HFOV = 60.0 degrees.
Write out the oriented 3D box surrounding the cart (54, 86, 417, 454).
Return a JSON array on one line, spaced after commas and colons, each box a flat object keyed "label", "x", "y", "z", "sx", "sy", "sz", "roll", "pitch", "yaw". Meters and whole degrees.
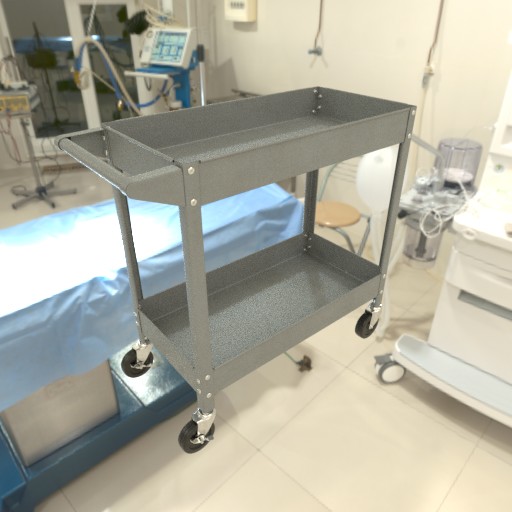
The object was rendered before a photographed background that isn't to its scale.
[{"label": "cart", "x": 0.000, "y": 0.000, "z": 1.170, "sx": 0.779, "sy": 0.719, "sz": 0.366, "roll": -23, "pitch": 38, "yaw": -33}]
